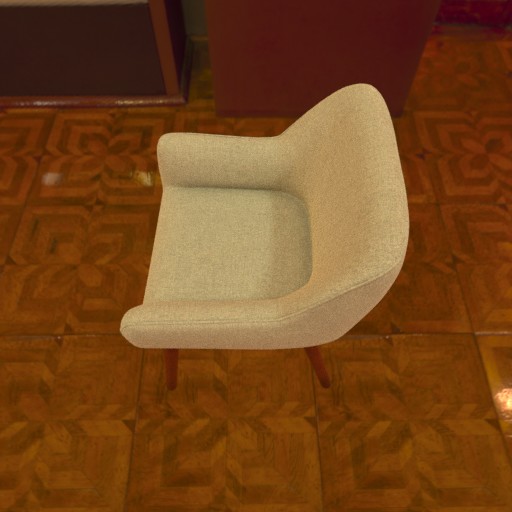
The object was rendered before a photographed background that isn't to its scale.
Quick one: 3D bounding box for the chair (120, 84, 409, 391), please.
[{"bbox_3d":[0.000,0.000,1.263,0.610,0.813,0.610,1,58,1],"label":"chair"}]
